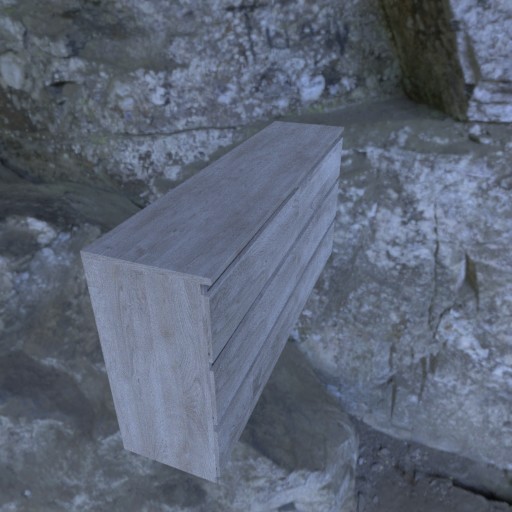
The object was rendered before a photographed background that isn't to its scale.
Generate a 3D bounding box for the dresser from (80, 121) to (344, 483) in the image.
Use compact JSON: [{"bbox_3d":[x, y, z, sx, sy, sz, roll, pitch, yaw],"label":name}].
[{"bbox_3d":[0.000,0.000,1.943,0.390,0.795,1.590,11,31,18],"label":"dresser"}]
